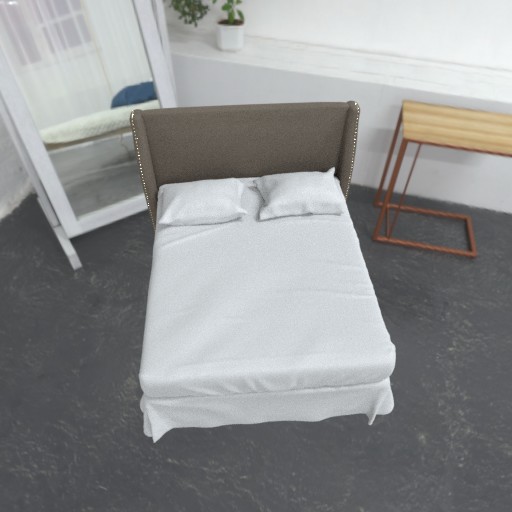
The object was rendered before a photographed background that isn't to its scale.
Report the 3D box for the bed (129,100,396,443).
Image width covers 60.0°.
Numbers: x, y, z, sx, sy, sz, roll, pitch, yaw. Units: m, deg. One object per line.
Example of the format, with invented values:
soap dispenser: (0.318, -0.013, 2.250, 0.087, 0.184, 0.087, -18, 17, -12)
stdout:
bed: (0.000, 0.000, 3.449, 1.925, 1.332, 2.276, -3, 48, -3)
